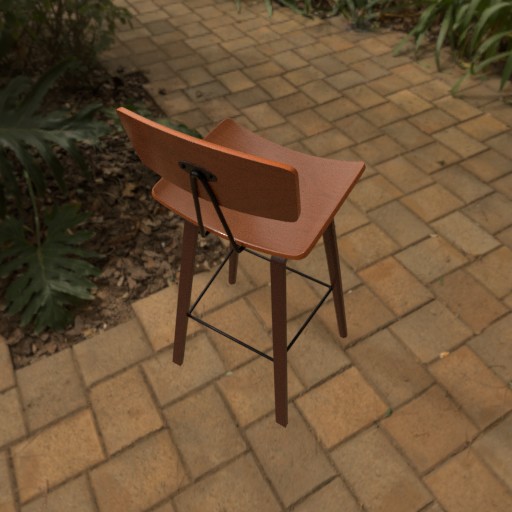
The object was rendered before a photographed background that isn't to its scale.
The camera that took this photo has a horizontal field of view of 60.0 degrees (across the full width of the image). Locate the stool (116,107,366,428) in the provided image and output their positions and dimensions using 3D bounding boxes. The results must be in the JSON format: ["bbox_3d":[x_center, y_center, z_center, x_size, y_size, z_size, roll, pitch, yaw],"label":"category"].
[{"bbox_3d":[0.000,0.000,1.209,0.509,0.969,0.440,24,52,21],"label":"stool"}]
